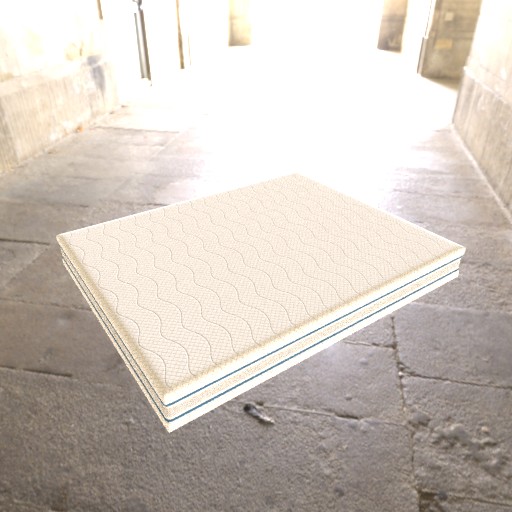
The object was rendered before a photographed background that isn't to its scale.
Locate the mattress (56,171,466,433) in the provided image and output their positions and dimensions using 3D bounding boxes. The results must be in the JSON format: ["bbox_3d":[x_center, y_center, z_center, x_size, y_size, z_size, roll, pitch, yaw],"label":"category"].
[{"bbox_3d":[0.000,0.000,2.811,2.000,0.230,1.600,-20,37,-29],"label":"mattress"}]
